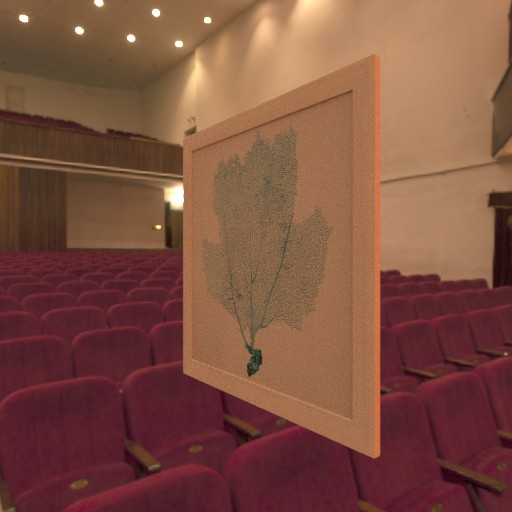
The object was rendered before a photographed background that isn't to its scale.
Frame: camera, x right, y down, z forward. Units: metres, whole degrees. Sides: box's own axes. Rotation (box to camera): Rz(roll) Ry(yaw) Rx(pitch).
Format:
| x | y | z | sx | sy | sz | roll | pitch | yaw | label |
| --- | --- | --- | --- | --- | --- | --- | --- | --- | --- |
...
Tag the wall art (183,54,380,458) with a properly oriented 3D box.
| x | y | z | sx | sy | sz | roll | pitch | yaw | label |
| --- | --- | --- | --- | --- | --- | --- | --- | --- | --- |
| 0.000 | 0.000 | 0.874 | 0.013 | 0.584 | 0.584 | 0 | 0 | -37 | wall art |
